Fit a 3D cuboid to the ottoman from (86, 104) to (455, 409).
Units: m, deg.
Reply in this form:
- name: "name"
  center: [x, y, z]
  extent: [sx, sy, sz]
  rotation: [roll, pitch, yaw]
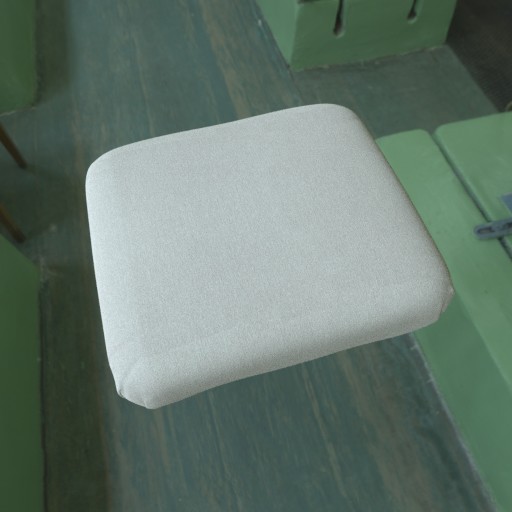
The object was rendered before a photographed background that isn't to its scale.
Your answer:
- name: "ottoman"
  center: [0.000, 0.000, 1.139]
  extent: [0.746, 0.450, 0.639]
  rotation: [-15, 61, -8]
